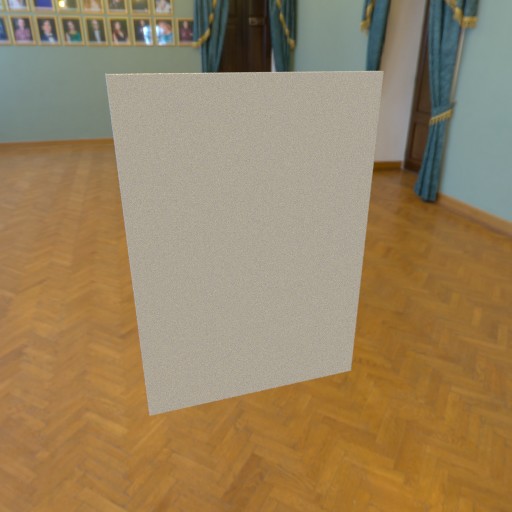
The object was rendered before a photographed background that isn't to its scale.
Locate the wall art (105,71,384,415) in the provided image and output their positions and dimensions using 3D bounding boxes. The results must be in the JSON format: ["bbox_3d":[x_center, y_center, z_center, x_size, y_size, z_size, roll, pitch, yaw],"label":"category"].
[{"bbox_3d":[0.000,0.000,0.697,0.381,0.533,0.013,-8,25,-16],"label":"wall art"}]
